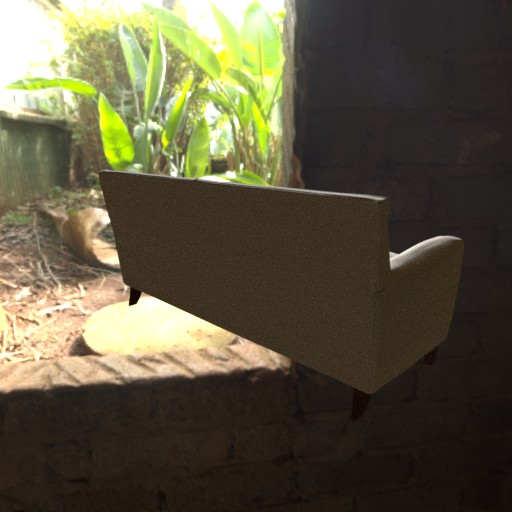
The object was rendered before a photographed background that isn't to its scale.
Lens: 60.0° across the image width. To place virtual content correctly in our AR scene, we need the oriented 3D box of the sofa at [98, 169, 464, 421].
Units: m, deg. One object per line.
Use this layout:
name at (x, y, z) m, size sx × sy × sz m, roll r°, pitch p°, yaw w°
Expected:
sofa at (0.000, 0.000, 2.485) m, size 0.841 × 0.907 × 2.001 m, roll -14°, pitch 20°, yaw -43°
